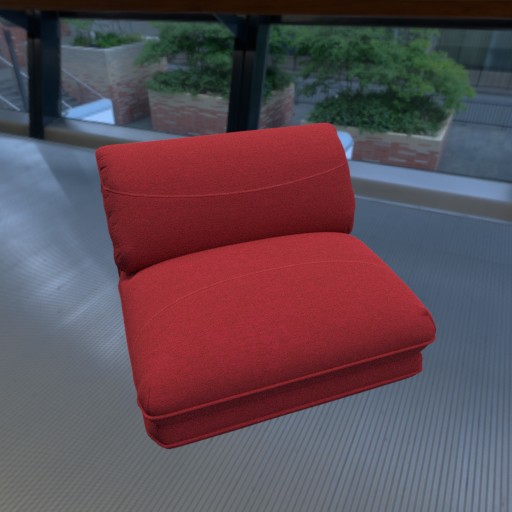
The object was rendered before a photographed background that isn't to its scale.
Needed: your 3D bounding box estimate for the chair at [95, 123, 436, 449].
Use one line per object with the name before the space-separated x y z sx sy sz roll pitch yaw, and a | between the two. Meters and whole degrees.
chair | 0.000 0.000 1.334 0.820 0.580 0.780 -11 34 -16
